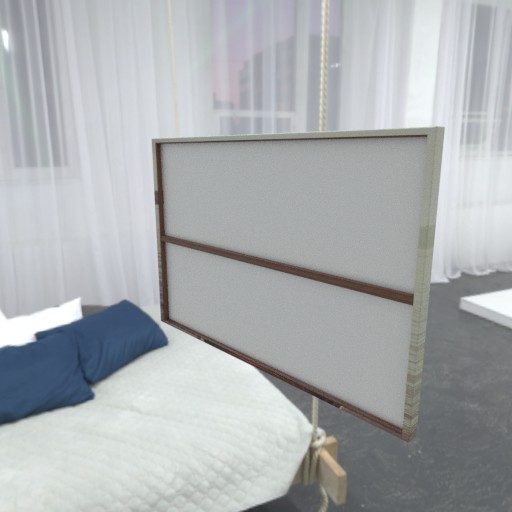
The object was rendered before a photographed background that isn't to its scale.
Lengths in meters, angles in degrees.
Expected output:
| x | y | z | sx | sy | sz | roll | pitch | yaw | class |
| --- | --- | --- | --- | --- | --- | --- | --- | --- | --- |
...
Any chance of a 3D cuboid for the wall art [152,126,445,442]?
| x | y | z | sx | sy | sz | roll | pitch | yaw | class |
| --- | --- | --- | --- | --- | --- | --- | --- | --- | --- |
| 0.000 | 0.000 | 1.442 | 0.040 | 0.765 | 1.149 | -12 | 18 | -42 | wall art |
